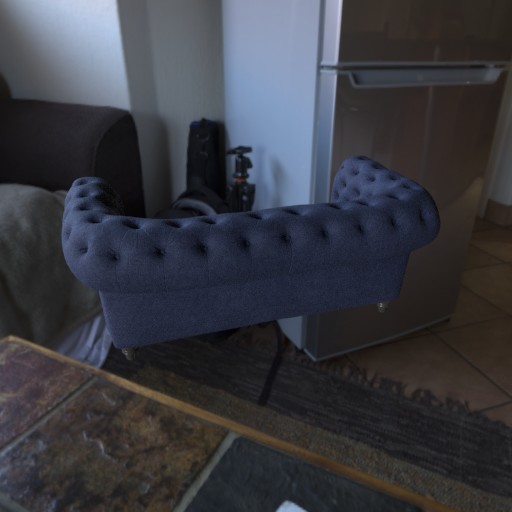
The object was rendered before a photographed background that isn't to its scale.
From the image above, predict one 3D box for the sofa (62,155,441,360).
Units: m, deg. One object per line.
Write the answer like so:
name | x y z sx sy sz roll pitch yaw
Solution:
sofa | 0.000 0.000 2.531 1.988 0.833 1.082 -8 27 -15
